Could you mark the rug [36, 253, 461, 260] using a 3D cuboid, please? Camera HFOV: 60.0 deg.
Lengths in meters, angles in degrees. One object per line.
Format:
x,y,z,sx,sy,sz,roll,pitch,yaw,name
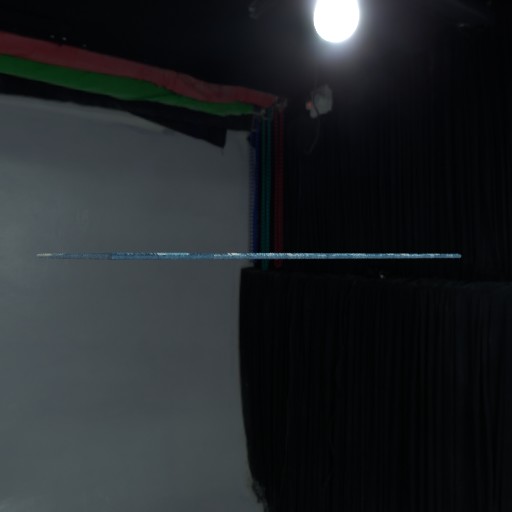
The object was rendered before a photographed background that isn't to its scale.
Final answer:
0.000,0.000,2.975,2.450,0.027,1.540,0,0,-36,rug
